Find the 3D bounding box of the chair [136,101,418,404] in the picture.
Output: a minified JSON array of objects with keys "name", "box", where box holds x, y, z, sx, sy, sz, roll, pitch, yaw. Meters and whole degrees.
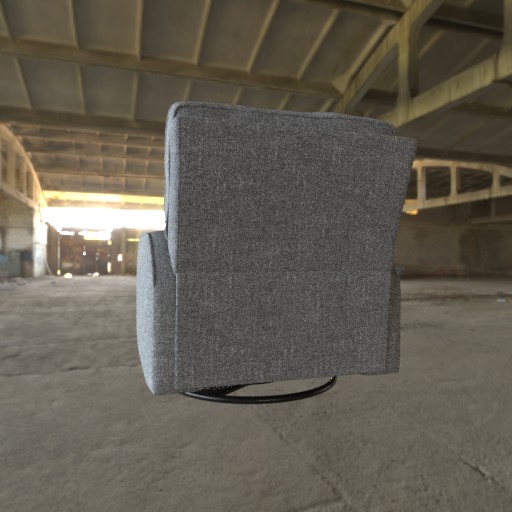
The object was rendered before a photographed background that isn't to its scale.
[{"name":"chair","box":[0.000,0.000,1.698,0.861,0.962,0.964,0,0,-18]}]
